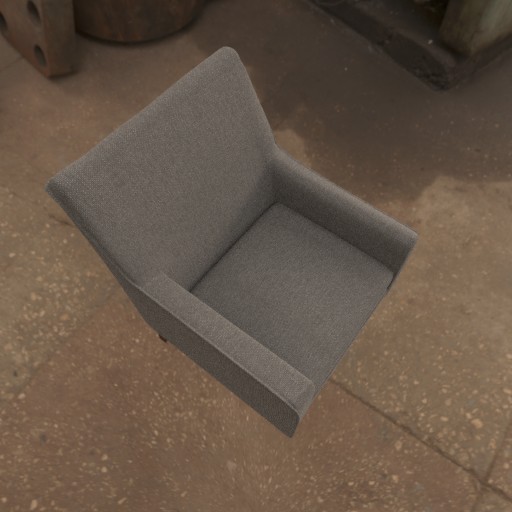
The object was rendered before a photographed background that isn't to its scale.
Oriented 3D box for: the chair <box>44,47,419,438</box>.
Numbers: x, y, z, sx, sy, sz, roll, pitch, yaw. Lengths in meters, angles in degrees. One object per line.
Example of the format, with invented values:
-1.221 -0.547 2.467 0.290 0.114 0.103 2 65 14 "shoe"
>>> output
0.000 0.000 1.597 0.899 0.919 0.780 33 65 18 "chair"
